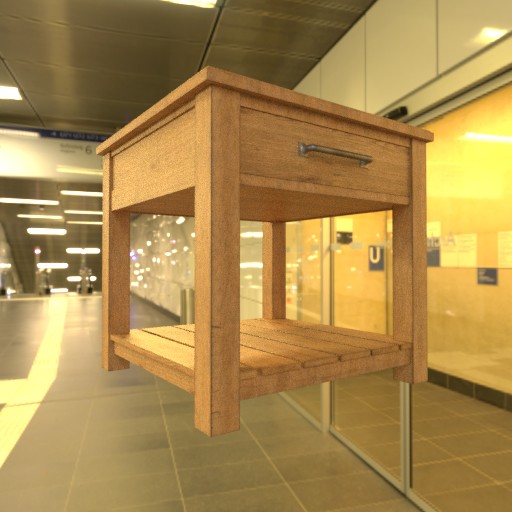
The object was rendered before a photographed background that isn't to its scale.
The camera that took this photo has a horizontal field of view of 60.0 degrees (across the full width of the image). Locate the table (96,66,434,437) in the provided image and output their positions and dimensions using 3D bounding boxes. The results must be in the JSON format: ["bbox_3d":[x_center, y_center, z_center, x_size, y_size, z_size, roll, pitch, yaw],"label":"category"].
[{"bbox_3d":[0.000,0.000,1.113,0.616,0.593,0.612,1,-1,-36],"label":"table"}]
